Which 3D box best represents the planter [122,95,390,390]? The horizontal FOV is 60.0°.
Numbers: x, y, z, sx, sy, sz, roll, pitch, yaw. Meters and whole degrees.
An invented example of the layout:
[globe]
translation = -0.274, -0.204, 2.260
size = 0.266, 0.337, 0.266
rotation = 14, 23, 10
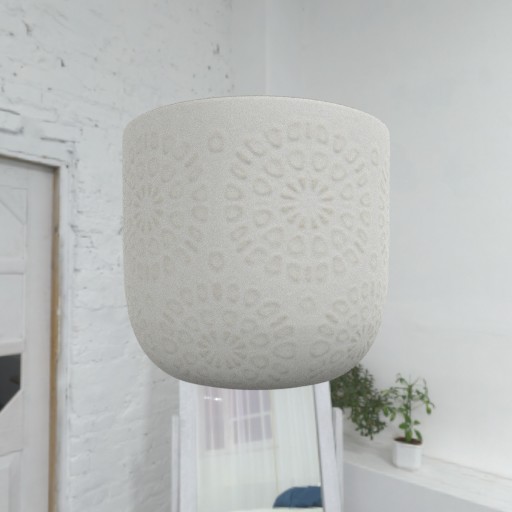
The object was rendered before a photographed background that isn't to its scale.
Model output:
[planter]
translation = 0.000, 0.000, 0.214
size = 0.124, 0.109, 0.124
rotation = 0, -1, 0
